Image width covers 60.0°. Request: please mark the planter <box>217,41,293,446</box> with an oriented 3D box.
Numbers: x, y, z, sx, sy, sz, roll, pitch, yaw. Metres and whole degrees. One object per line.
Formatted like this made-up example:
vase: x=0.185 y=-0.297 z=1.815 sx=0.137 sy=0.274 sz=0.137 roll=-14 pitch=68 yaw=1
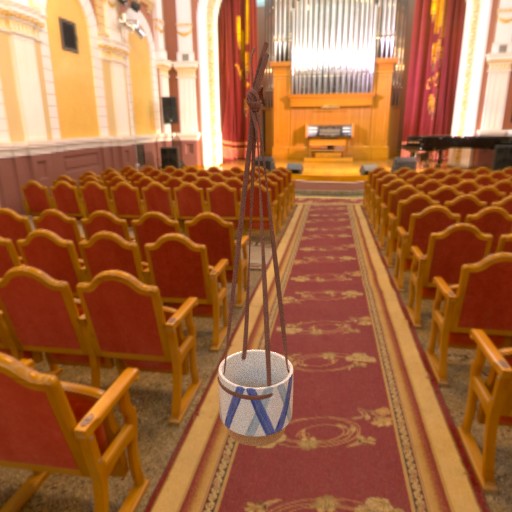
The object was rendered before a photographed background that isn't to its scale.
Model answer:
planter: x=0.000 y=0.000 z=0.833 sx=0.153 sy=0.753 sz=0.157 roll=3 pitch=17 yaw=9
